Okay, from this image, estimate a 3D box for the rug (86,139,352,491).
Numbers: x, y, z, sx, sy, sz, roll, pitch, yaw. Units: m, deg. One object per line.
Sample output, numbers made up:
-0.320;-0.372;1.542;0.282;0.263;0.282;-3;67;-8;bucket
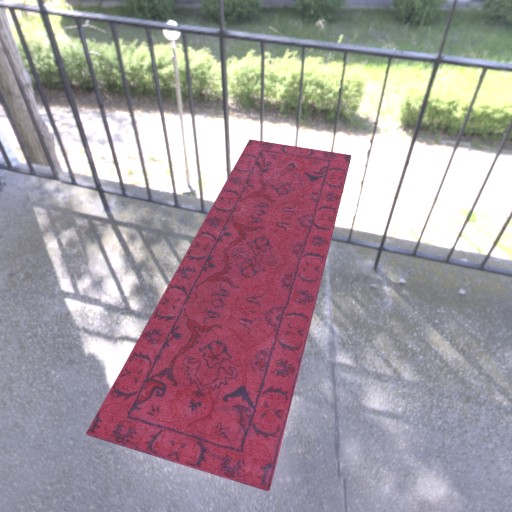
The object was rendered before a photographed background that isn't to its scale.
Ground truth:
0.000;0.000;2.627;0.813;0.018;2.439;12;47;11;rug
